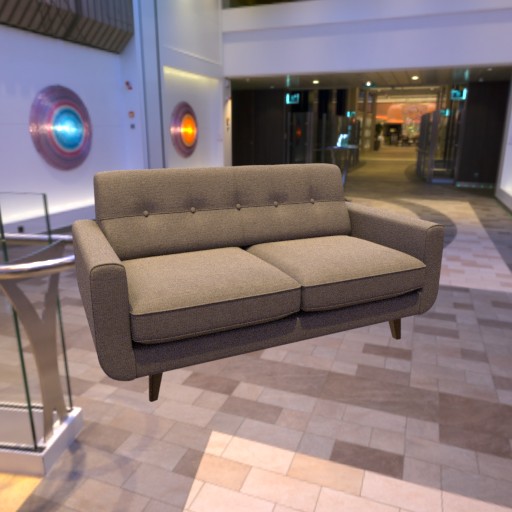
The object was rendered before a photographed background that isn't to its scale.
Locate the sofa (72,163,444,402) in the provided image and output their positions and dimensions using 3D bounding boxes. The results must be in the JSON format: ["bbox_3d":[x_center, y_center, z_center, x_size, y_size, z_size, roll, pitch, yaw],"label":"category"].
[{"bbox_3d":[0.000,0.000,2.207,1.631,0.841,0.909,-7,17,-25],"label":"sofa"}]
